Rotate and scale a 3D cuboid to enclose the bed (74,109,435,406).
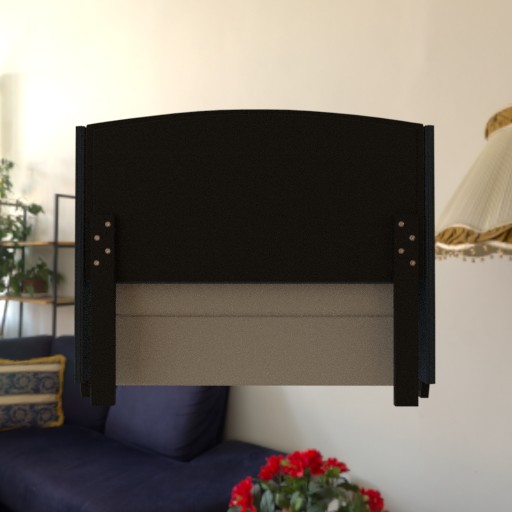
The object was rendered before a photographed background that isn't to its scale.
[{"bbox_3d":[0.000,0.000,3.188,1.710,1.407,2.237,0,0,0],"label":"bed"}]
